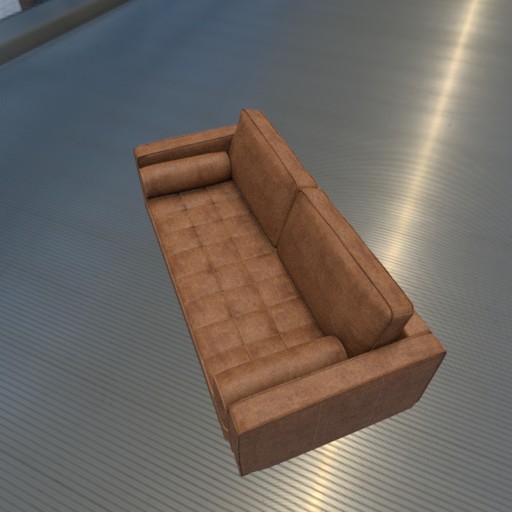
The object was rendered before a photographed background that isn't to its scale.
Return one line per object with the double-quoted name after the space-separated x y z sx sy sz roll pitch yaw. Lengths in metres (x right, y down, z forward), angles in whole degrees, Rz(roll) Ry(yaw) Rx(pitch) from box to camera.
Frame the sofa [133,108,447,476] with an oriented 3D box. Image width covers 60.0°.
0.000 0.000 2.389 0.924 0.825 1.920 -16 49 -14 "sofa"
